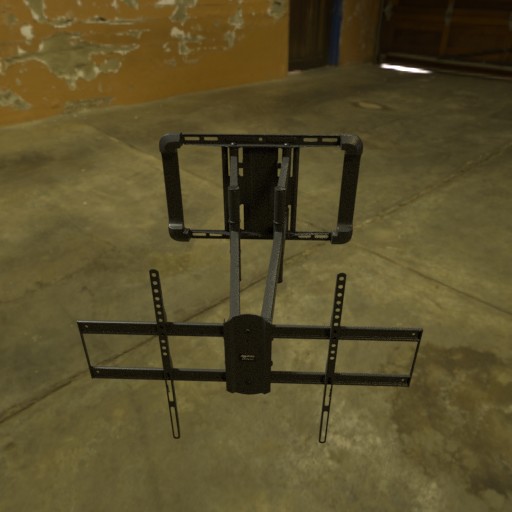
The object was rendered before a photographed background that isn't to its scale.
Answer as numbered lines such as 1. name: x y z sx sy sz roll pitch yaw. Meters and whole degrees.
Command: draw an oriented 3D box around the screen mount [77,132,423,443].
1. screen mount: 0.000 0.000 1.310 0.725 0.483 0.905 1 31 2
